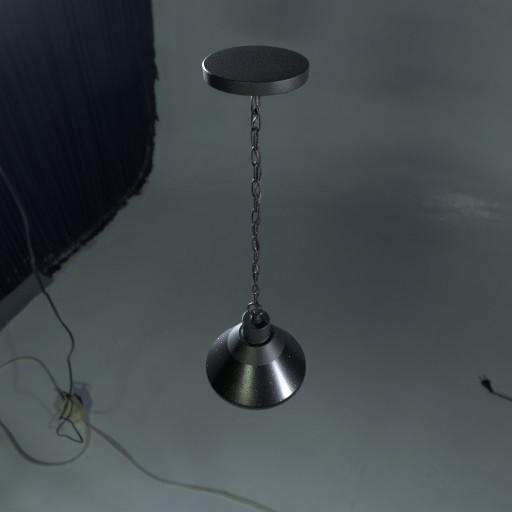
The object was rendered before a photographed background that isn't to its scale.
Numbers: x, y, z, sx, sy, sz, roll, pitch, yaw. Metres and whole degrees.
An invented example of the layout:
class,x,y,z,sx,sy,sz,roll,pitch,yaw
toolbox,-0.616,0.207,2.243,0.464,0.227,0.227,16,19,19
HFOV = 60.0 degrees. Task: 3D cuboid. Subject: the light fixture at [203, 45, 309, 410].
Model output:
class,x,y,z,sx,sy,sz,roll,pitch,yaw
light fixture,0.000,0.000,0.696,0.201,0.588,0.201,12,44,13
